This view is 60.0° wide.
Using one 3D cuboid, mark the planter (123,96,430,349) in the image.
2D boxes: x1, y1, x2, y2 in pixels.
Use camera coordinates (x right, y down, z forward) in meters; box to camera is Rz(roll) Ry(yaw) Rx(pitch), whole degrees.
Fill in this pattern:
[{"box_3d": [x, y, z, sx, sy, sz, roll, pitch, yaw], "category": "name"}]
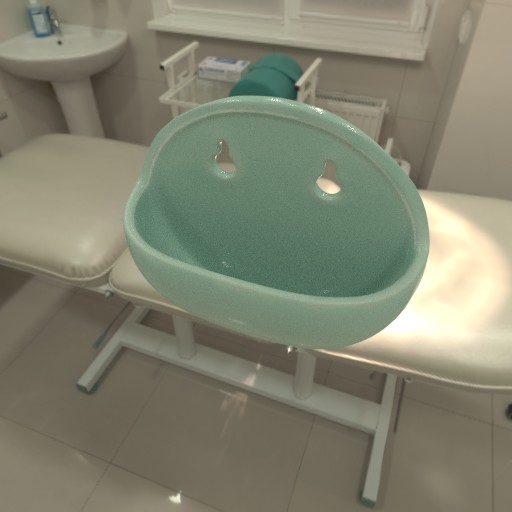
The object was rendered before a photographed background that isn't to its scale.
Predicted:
[{"box_3d": [0.000, 0.000, 0.262, 0.189, 0.164, 0.073, 14, 45, 15], "category": "planter"}]
